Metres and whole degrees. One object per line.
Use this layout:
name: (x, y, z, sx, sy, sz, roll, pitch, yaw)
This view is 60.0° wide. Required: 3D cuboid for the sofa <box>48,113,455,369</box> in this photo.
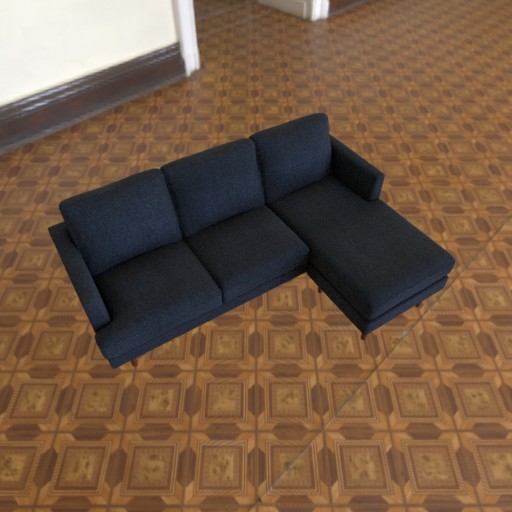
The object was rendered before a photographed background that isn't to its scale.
sofa: (0.000, 0.000, 2.950, 2.233, 0.956, 1.504, -25, 52, -21)
